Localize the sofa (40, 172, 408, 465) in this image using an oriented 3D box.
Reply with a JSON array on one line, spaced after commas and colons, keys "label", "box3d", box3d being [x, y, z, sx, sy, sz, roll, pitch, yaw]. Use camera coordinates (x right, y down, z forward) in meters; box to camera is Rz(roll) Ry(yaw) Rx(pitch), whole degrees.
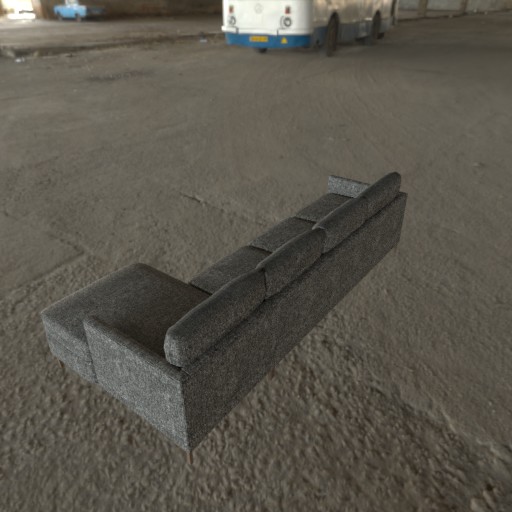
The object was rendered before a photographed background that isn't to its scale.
[{"label": "sofa", "box3d": [0.000, 0.000, 4.043, 1.488, 0.970, 3.384, 21, 37, 31]}]
